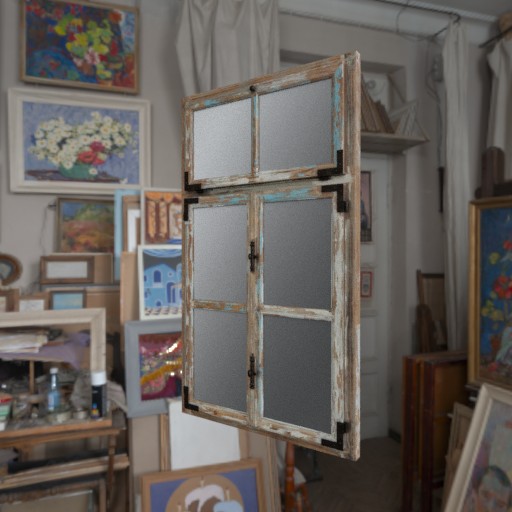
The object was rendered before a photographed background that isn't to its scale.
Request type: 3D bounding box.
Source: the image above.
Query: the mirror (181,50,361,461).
[{"bbox_3d":[0.000,0.000,1.504,0.707,1.213,0.083,0,0,35],"label":"mirror"}]
